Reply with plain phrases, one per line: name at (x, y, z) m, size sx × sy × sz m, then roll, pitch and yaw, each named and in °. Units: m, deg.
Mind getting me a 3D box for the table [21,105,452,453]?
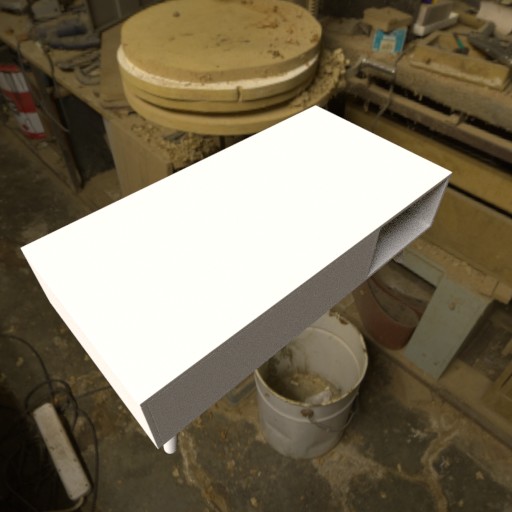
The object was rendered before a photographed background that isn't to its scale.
table at (0.000, 0.000, 1.494) m, size 1.194 × 0.432 × 0.609 m, roll -33°, pitch 55°, yaw -28°
